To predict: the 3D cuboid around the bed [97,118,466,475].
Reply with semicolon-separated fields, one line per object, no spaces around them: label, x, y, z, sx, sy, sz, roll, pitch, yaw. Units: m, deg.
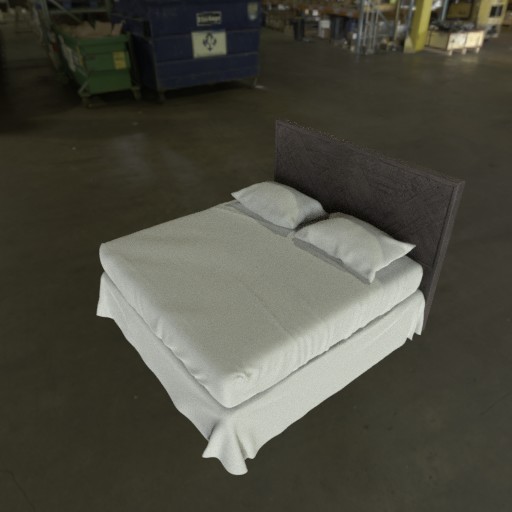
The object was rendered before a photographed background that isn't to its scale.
bed;0.000;0.000;2.926;1.785;1.142;1.772;-23;40;-31
